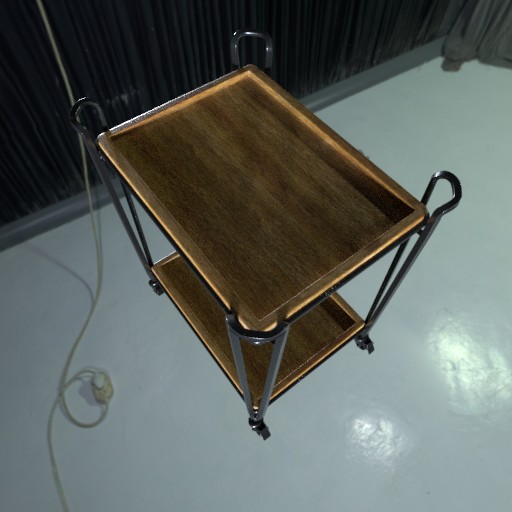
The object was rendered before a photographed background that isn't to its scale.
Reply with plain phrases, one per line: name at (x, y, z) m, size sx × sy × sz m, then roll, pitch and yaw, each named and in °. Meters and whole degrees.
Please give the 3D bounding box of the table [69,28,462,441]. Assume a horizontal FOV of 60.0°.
table at (0.000, 0.000, 1.183) m, size 0.505 × 0.785 × 0.672 m, roll -33°, pitch 64°, yaw -19°
